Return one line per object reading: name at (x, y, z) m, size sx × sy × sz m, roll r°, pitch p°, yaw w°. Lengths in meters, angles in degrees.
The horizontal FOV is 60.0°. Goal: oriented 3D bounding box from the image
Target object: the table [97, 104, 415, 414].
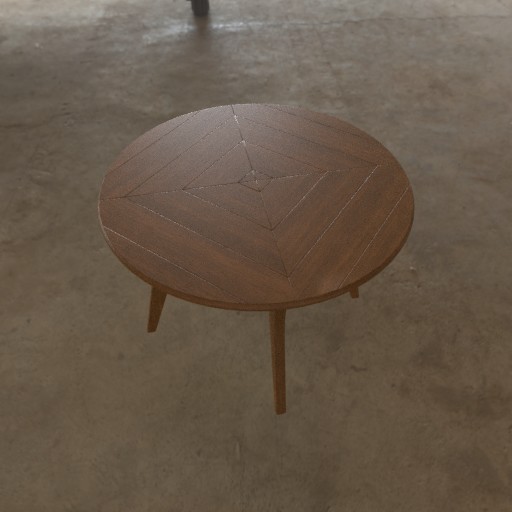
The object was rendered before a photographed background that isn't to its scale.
table at (0.000, 0.000, 1.784) m, size 1.055 × 0.757 × 1.055 m, roll 0°, pitch 47°, yaw 0°
